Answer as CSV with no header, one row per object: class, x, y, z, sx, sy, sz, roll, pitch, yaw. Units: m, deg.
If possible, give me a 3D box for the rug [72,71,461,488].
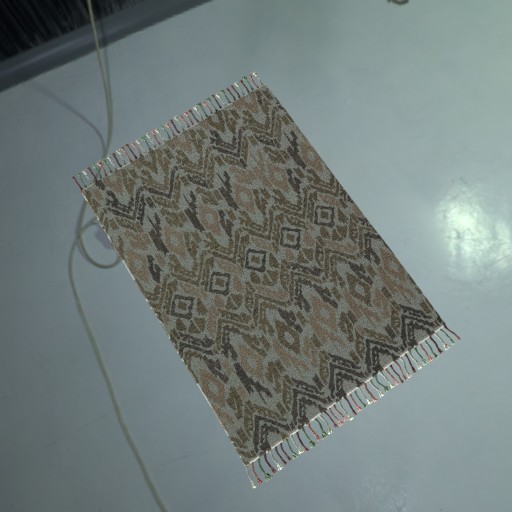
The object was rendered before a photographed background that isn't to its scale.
rug,0.000,0.000,2.277,1.219,0.008,1.829,-33,79,-7
